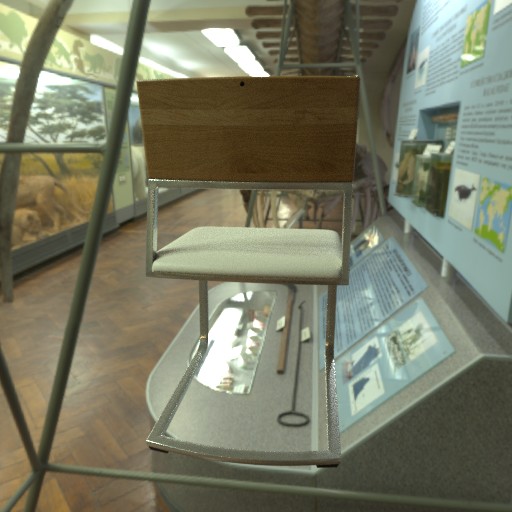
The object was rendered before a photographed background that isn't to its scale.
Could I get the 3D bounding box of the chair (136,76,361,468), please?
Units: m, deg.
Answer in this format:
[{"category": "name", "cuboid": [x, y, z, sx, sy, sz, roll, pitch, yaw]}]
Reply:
[{"category": "chair", "cuboid": [0.000, 0.000, 1.179, 0.467, 0.844, 0.585, 2, 15, 7]}]
